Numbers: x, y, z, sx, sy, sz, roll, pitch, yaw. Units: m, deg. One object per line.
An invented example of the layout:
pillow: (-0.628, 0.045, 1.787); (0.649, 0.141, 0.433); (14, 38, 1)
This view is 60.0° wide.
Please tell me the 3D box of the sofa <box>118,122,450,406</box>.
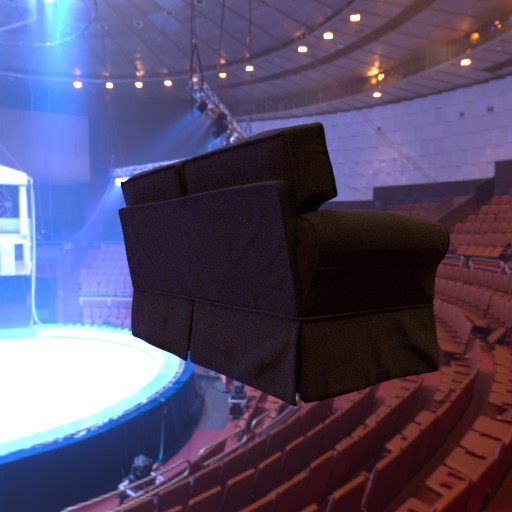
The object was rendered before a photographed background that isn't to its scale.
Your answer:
sofa: (0.000, 0.000, 2.450); (0.997, 1.059, 1.801); (-1, 2, -37)
